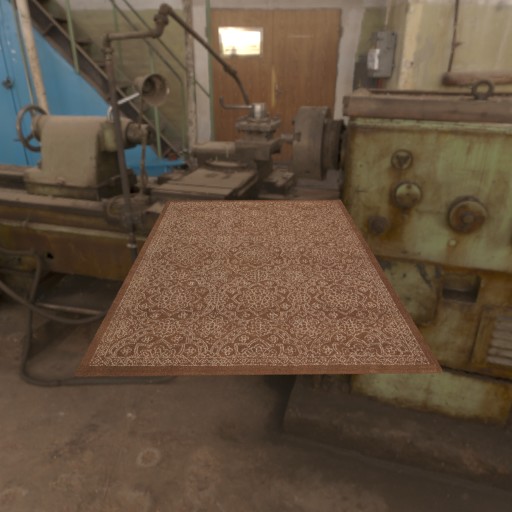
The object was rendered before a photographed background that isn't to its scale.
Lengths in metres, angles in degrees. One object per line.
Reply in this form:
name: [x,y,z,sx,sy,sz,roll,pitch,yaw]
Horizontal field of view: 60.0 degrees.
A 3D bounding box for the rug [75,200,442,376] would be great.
rug: [0.000,0.000,2.288,1.219,0.010,1.829,0,25,-1]
